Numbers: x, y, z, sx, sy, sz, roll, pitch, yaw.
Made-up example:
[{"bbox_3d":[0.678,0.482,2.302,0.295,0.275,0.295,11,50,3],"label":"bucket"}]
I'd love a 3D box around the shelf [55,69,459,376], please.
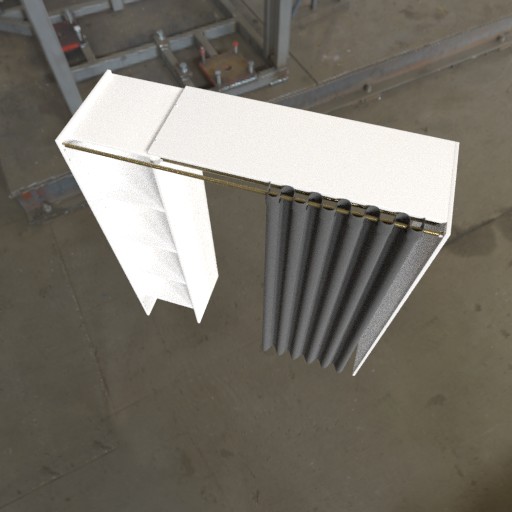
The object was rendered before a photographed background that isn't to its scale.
[{"bbox_3d":[0.000,0.000,2.598,1.600,1.810,0.500,15,60,9],"label":"shelf"}]
